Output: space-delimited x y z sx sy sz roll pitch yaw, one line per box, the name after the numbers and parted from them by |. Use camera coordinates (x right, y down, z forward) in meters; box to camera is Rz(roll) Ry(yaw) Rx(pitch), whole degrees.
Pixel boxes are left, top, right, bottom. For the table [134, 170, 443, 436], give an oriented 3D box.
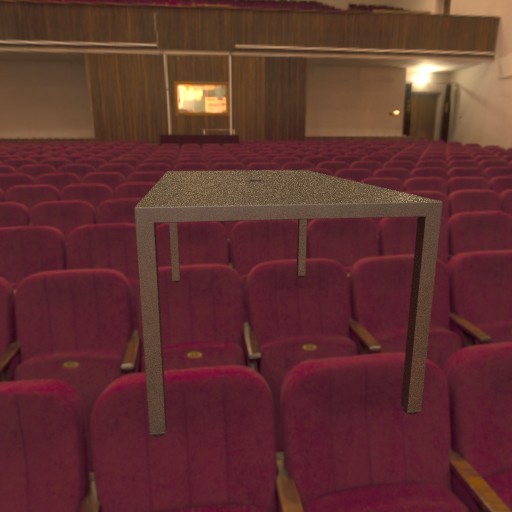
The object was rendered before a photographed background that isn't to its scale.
0.000 0.000 2.179 0.914 0.735 1.680 -2 14 -8 | table
